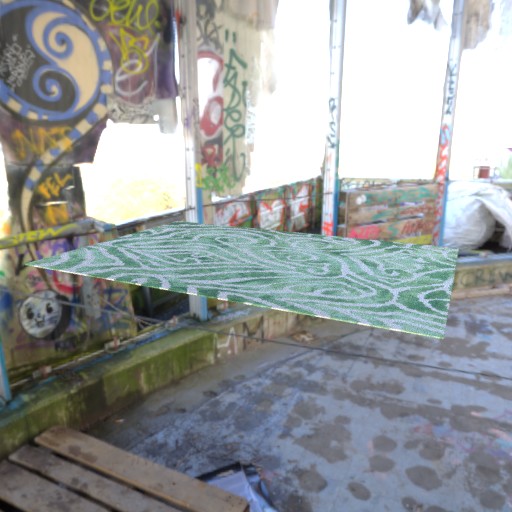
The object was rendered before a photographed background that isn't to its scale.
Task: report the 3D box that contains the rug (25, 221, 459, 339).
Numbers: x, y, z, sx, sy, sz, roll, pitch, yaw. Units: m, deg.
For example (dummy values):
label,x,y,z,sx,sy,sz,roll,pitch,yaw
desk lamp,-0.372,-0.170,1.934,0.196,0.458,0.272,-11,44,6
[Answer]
label,x,y,z,sx,sy,sz,roll,pitch,yaw
rug,0.000,0.000,2.229,1.826,0.006,1.220,7,17,25
